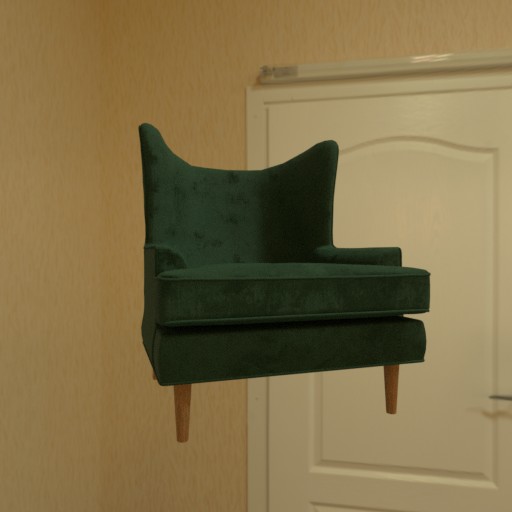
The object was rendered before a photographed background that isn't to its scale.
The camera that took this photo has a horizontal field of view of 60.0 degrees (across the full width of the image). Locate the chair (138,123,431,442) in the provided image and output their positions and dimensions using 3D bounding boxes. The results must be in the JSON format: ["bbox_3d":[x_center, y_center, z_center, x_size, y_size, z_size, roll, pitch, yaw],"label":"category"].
[{"bbox_3d":[0.000,0.000,1.575,0.793,0.952,0.910,0,0,-18],"label":"chair"}]
